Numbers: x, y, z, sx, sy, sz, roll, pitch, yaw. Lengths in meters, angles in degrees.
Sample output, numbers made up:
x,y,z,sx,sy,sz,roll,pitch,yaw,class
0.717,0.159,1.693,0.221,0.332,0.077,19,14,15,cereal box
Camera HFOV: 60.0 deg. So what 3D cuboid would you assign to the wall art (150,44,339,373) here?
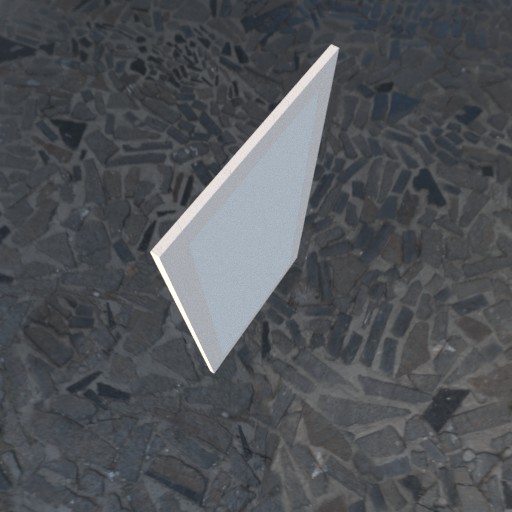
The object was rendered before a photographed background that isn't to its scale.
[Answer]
x,y,z,sx,sy,sz,roll,pitch,yaw,class
0.000,0.000,0.846,0.013,0.683,0.380,32,69,14,wall art
